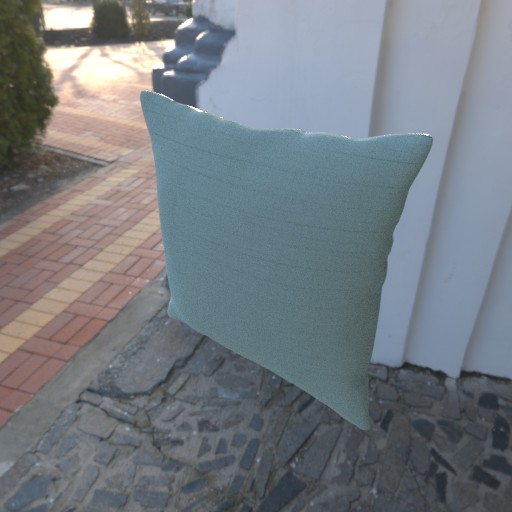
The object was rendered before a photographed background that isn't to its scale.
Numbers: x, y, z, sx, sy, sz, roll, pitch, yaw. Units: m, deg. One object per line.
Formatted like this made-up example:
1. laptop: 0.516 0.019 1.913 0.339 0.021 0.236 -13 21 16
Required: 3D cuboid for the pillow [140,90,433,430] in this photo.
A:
1. pillow: 0.000 0.000 0.712 0.470 0.464 0.175 21 37 31
